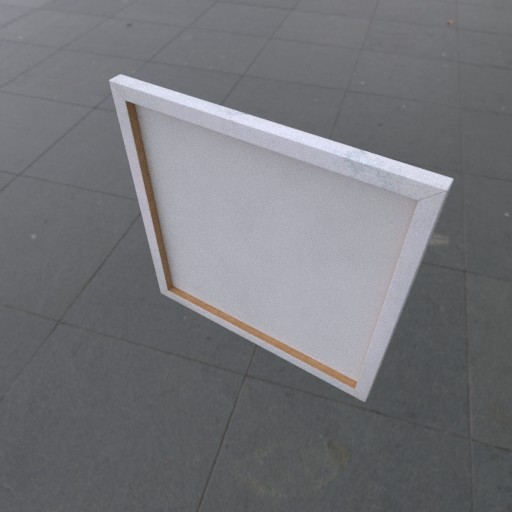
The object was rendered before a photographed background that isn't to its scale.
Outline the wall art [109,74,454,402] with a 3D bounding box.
[{"bbox_3d":[0.000,0.000,1.147,0.762,0.762,0.038,24,51,22],"label":"wall art"}]
